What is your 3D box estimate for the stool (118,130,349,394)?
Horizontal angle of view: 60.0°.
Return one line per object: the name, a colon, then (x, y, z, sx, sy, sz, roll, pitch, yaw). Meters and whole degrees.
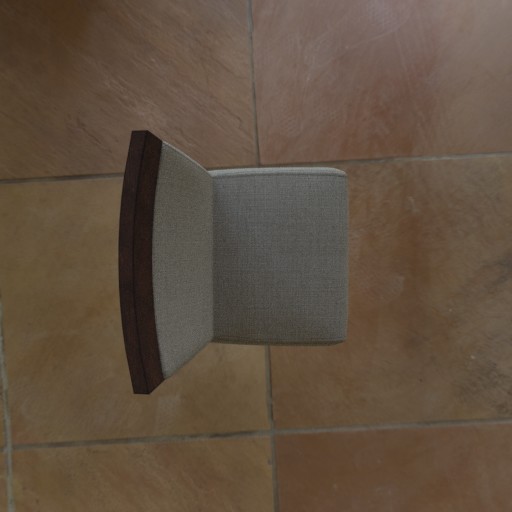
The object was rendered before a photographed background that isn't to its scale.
stool: (0.000, 0.000, 1.401, 0.531, 1.117, 0.511, 0, 91, 0)
